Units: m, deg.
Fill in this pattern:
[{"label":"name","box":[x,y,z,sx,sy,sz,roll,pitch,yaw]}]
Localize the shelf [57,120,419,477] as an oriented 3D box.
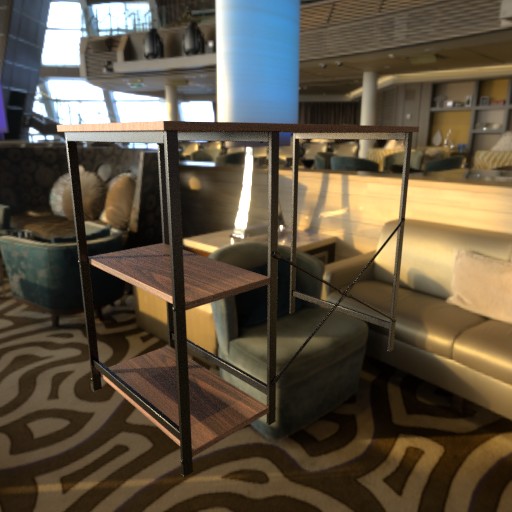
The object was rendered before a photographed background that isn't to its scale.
[{"label":"shelf","box":[0.000,0.000,1.331,0.902,0.750,0.498,-14,21,-41]}]
